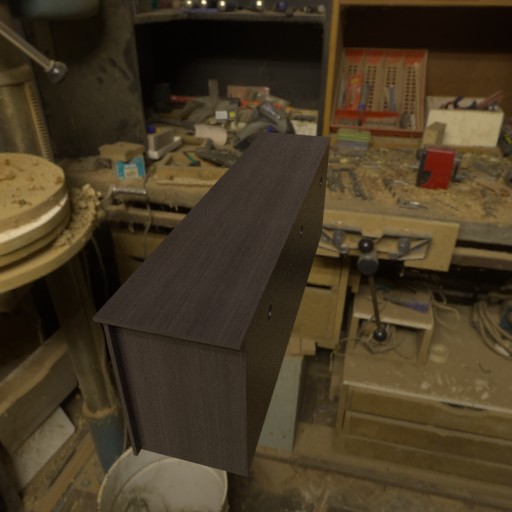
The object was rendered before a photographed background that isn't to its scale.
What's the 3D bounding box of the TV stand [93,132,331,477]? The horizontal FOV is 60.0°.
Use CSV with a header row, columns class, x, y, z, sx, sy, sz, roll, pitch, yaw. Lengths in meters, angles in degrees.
class,x,y,z,sx,sy,sz,roll,pitch,yaw
TV stand,0.000,0.000,2.014,0.406,0.610,1.778,8,33,13
